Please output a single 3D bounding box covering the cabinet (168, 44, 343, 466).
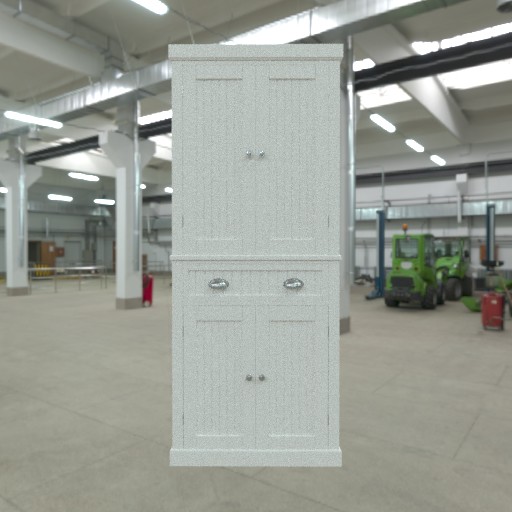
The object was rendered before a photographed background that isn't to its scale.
[{"bbox_3d":[0.000,0.000,2.101,0.754,1.829,0.390,0,1,0],"label":"cabinet"}]
